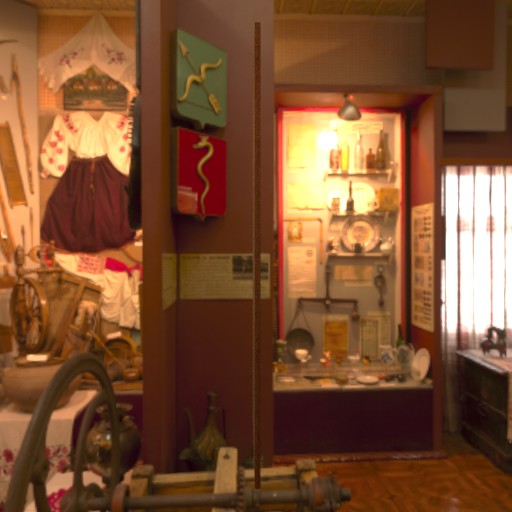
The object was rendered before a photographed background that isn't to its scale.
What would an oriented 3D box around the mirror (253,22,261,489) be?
[{"bbox_3d":[0.000,0.000,2.337,0.025,2.032,0.812,0,1,-1],"label":"mirror"}]
